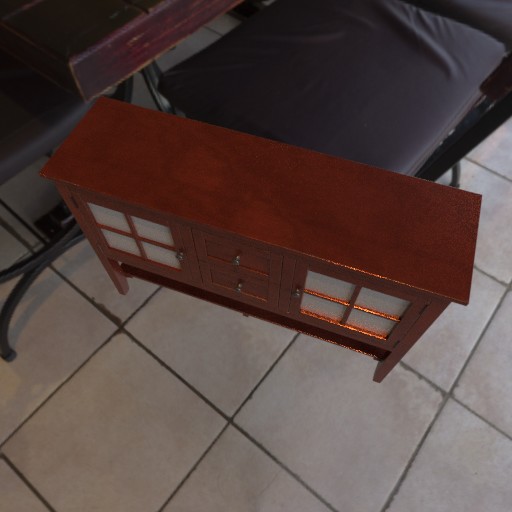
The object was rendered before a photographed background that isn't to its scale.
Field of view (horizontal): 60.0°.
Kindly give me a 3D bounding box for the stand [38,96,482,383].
[{"bbox_3d":[0.000,0.000,1.781,1.362,0.872,0.410,17,60,10],"label":"stand"}]
